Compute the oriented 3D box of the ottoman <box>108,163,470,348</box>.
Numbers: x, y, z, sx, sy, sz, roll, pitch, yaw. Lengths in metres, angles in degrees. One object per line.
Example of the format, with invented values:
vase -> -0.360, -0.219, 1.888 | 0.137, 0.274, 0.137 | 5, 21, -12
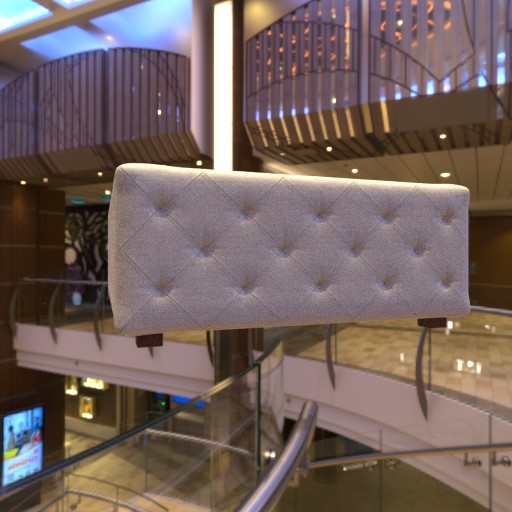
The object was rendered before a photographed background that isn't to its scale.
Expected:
ottoman -> 0.000, 0.000, 1.641 | 1.028, 0.439, 1.028 | 0, 0, -19
